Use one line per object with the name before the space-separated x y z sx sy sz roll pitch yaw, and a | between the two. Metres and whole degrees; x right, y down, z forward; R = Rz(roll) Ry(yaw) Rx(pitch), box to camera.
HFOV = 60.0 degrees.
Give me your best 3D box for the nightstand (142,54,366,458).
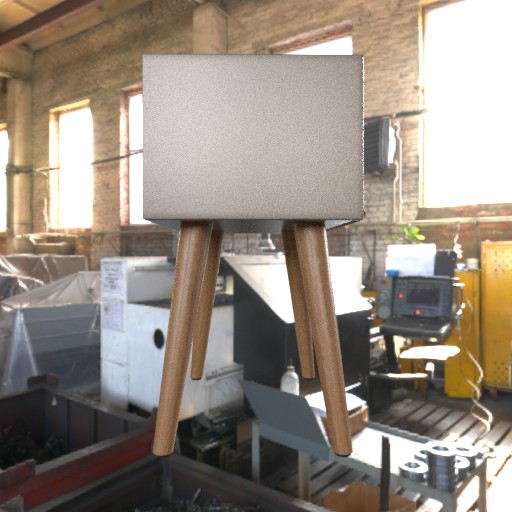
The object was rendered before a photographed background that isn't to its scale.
nightstand | 0.000 0.000 0.740 0.288 0.508 0.370 0 0 0
